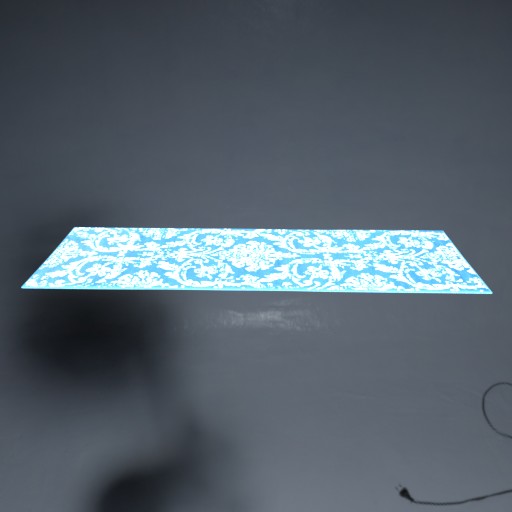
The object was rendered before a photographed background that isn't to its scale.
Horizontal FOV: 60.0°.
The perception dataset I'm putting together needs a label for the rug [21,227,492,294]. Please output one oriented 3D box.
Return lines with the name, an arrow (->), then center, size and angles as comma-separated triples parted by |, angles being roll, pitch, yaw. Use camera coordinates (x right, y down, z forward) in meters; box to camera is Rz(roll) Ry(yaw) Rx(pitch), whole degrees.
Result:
rug -> 0.000, 0.000, 2.351 | 2.196, 0.011, 0.662 | 1, 29, 1
